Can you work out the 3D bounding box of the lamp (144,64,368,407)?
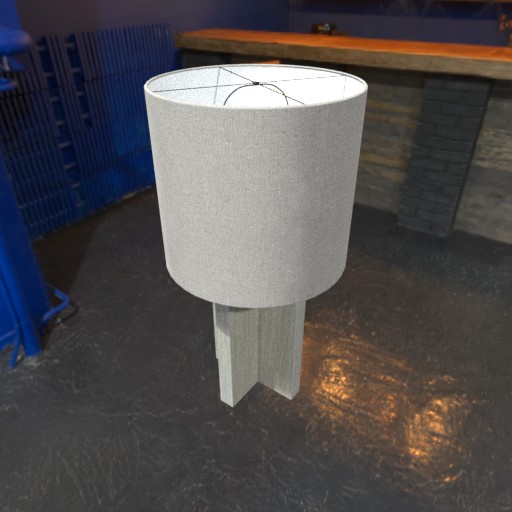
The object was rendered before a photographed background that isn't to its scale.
[{"bbox_3d":[0.000,0.000,0.574,0.229,0.428,0.229,21,37,30],"label":"lamp"}]
